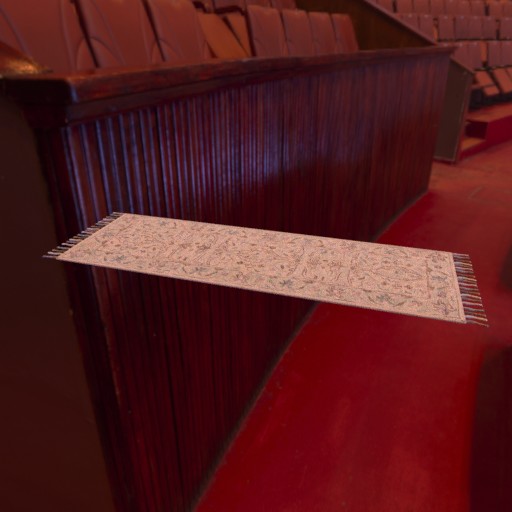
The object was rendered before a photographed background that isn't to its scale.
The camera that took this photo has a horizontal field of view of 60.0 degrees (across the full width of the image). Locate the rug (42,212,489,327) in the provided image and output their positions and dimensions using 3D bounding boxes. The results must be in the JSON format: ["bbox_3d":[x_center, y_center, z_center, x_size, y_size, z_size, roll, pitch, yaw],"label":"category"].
[{"bbox_3d":[0.000,0.000,2.650,2.440,0.013,0.769,8,28,15],"label":"rug"}]
